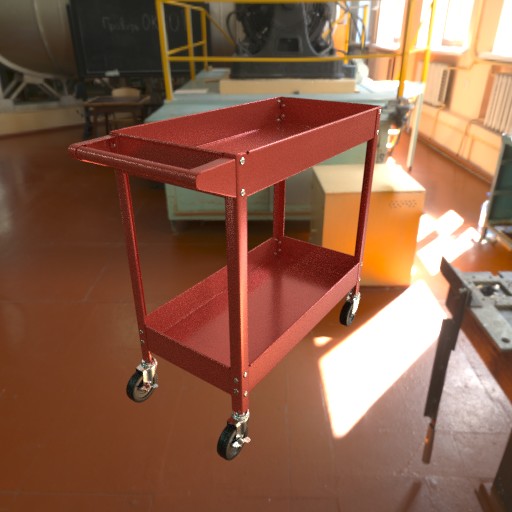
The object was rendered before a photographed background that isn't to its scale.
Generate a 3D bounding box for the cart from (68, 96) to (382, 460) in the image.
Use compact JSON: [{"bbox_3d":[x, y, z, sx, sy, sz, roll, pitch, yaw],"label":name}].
[{"bbox_3d":[0.000,0.000,1.204,0.366,0.719,0.779,18,32,31],"label":"cart"}]
